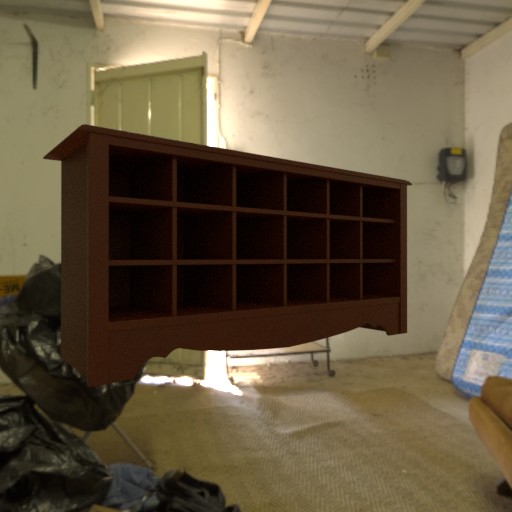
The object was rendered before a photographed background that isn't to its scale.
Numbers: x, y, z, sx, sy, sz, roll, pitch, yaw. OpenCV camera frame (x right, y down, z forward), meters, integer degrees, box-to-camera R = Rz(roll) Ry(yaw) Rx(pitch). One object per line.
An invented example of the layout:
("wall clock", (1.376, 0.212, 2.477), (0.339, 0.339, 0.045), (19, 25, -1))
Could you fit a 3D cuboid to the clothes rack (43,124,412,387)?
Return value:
("clothes rack", (0.000, 0.000, 1.498), (1.251, 0.594, 0.362), (0, 0, -37))
